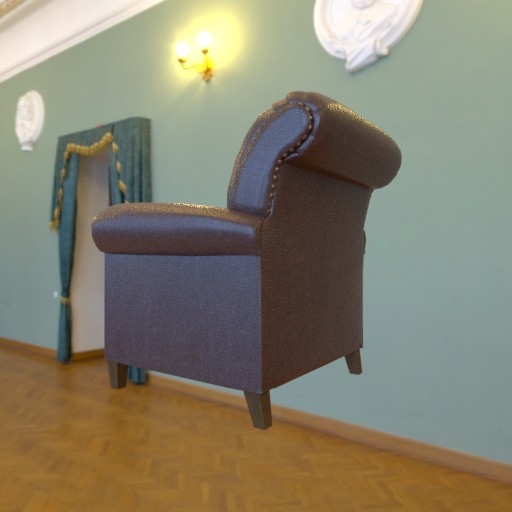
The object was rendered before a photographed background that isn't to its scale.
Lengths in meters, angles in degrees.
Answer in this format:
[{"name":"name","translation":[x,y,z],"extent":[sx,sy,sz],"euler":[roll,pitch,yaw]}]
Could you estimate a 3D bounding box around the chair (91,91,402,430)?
[{"name":"chair","translation":[0.000,0.000,1.625],"extent":[0.890,0.927,0.854],"euler":[0,1,35]}]
